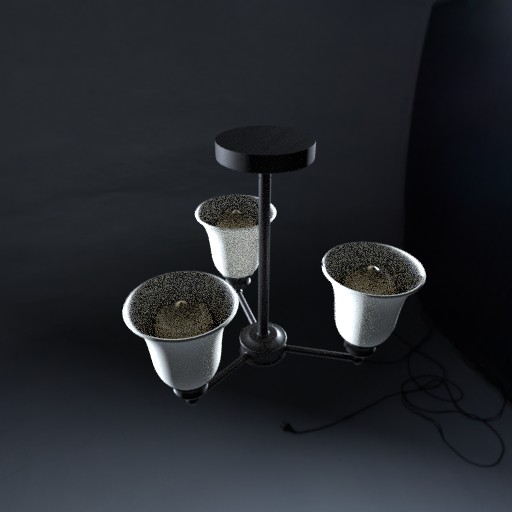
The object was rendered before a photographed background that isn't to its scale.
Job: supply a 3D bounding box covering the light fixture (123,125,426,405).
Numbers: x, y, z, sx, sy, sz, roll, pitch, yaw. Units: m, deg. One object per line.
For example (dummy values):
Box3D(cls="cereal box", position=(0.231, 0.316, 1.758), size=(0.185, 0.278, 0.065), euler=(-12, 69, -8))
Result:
Box3D(cls="light fixture", position=(0.000, 0.000, 0.656), size=(0.388, 0.370, 0.354), euler=(-9, 33, -15))
